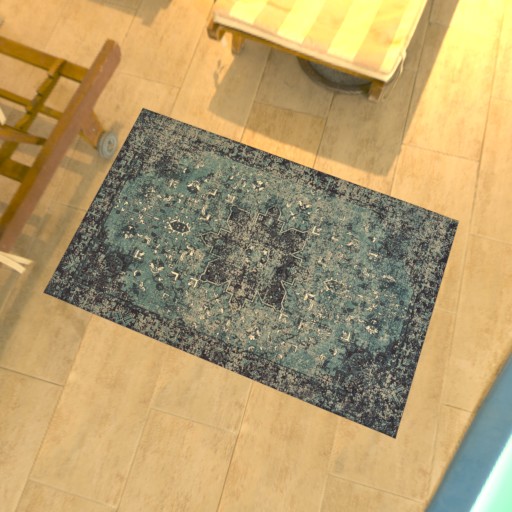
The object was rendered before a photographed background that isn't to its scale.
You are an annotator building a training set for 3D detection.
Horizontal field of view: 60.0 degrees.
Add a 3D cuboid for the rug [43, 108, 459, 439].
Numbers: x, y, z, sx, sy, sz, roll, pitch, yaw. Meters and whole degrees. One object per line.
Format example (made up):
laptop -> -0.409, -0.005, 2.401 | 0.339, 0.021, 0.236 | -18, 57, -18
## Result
rug -> 0.000, 0.000, 3.016 | 2.440, 0.007, 1.525 | 21, 75, 6
